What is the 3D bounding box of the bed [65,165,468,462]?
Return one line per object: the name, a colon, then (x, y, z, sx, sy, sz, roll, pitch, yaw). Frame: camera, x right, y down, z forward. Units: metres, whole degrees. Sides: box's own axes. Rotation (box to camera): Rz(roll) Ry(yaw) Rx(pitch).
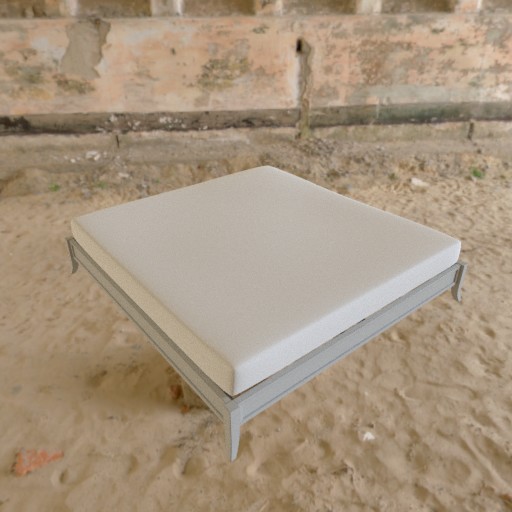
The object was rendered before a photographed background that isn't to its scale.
bed: (0.000, 0.000, 3.154, 2.007, 0.510, 2.108, -22, 36, -33)
